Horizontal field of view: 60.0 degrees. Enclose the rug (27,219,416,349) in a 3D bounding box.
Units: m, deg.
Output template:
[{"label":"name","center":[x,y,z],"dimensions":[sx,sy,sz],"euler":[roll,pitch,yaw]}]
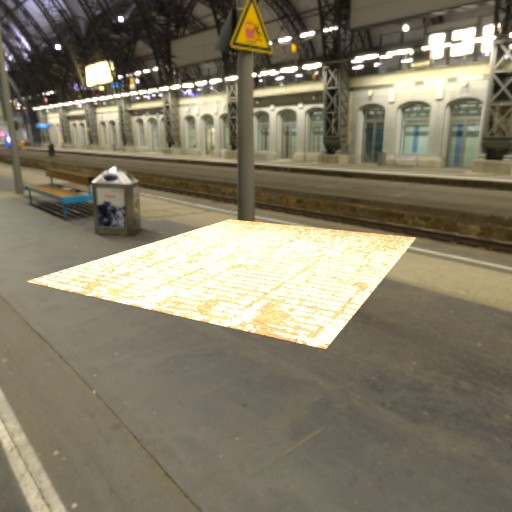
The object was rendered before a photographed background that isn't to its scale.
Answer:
[{"label":"rug","center":[0.000,0.000,4.201],"dimensions":[2.441,0.011,3.050],"euler":[8,17,27]}]
